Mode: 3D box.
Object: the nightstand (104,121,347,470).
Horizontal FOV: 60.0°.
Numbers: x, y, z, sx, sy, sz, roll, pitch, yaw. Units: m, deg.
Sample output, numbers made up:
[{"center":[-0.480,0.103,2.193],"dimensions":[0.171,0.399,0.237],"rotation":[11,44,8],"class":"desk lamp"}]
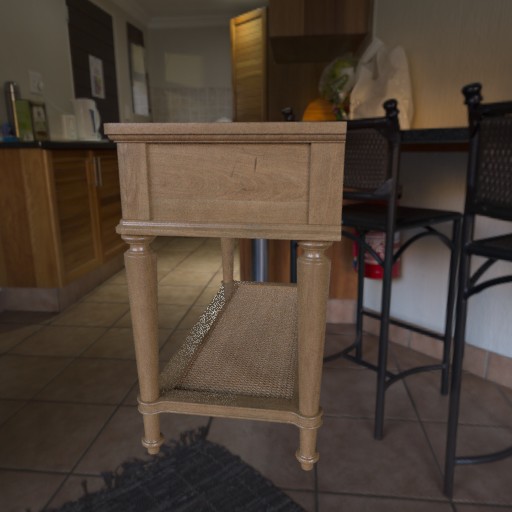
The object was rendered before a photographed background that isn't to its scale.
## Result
[{"center":[0.000,0.000,1.272],"dimensions":[0.432,0.700,0.914],"rotation":[2,15,8],"class":"nightstand"}]
